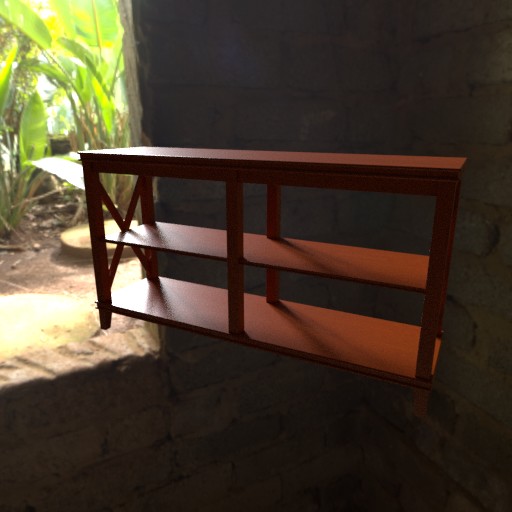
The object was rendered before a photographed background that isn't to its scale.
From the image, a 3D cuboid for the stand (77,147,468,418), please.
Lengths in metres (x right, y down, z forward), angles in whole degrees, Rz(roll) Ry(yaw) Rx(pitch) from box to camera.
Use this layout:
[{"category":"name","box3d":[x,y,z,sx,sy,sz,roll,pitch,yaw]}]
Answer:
[{"category":"stand","box3d":[0.000,0.000,1.704,1.372,0.762,0.381,8,19,26]}]
